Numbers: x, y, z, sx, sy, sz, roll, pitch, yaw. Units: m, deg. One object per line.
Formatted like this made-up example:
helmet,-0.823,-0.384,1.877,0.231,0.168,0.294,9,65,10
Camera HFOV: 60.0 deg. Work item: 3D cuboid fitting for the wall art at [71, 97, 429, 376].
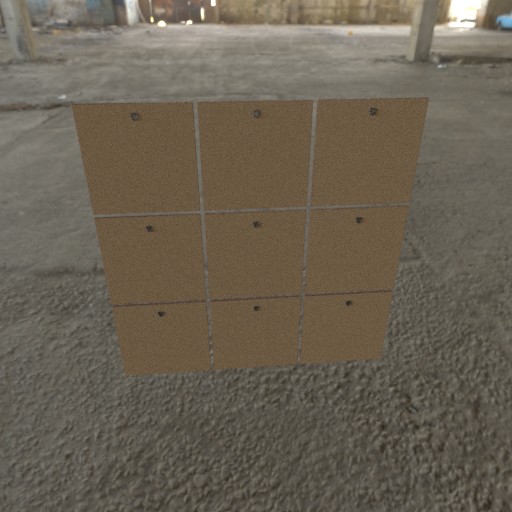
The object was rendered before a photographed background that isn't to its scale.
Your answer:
wall art,0.000,0.000,1.813,1.221,1.218,0.019,-3,30,-5
